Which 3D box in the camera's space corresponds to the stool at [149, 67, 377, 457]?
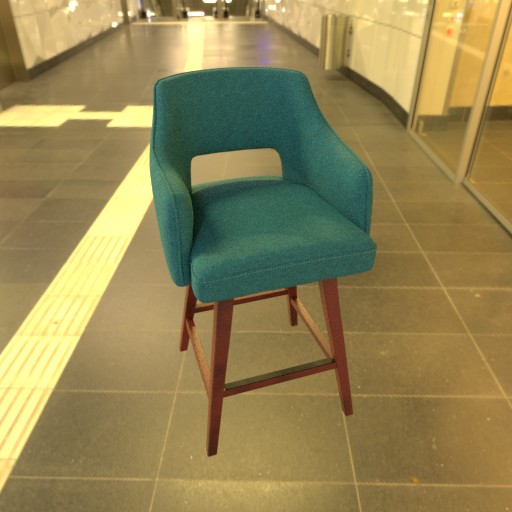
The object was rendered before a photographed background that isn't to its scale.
[{"bbox_3d":[0.000,0.000,1.311,0.548,0.961,0.556,-10,33,-16],"label":"stool"}]
